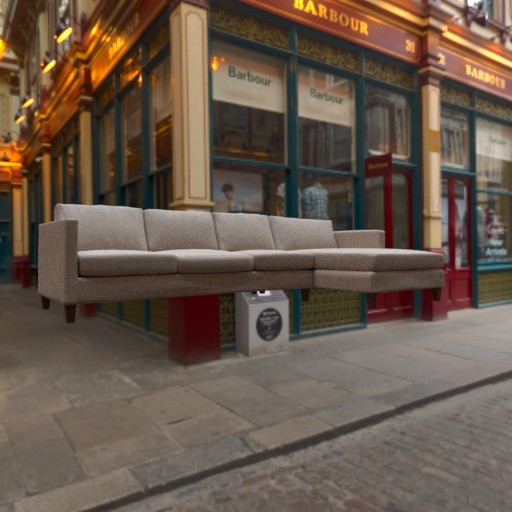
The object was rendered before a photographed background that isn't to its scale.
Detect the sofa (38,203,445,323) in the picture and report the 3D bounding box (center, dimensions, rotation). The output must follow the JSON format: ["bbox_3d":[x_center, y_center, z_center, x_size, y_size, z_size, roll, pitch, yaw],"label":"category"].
[{"bbox_3d":[0.000,0.000,3.839,3.186,0.846,1.625,-1,1,-36],"label":"sofa"}]
